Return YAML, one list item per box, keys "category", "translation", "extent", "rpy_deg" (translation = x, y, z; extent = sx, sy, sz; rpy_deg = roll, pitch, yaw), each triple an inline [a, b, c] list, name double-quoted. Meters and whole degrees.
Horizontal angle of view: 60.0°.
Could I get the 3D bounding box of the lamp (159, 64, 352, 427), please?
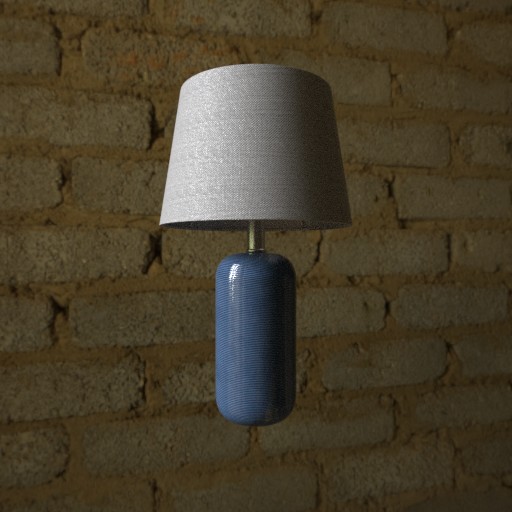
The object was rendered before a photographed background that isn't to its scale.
- category: "lamp"
  translation: [0.000, 0.000, 0.593]
  extent: [0.253, 0.428, 0.253]
  rpy_deg: [0, 0, 0]
